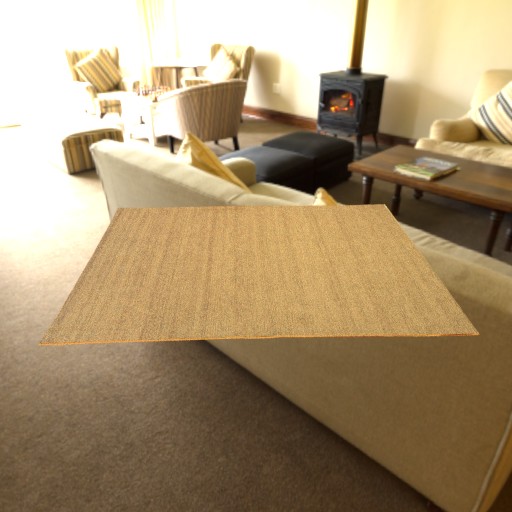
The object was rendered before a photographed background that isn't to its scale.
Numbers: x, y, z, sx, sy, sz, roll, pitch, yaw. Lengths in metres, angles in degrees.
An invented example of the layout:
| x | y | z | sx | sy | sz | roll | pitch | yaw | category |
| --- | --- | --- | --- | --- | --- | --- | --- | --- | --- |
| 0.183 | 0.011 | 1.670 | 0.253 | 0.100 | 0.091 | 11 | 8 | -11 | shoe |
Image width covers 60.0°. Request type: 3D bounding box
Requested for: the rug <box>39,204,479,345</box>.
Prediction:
| x | y | z | sx | sy | sz | roll | pitch | yaw | category |
| --- | --- | --- | --- | --- | --- | --- | --- | --- | --- |
| 0.000 | 0.000 | 4.242 | 3.202 | 0.045 | 2.434 | -1 | 29 | -2 | rug |
